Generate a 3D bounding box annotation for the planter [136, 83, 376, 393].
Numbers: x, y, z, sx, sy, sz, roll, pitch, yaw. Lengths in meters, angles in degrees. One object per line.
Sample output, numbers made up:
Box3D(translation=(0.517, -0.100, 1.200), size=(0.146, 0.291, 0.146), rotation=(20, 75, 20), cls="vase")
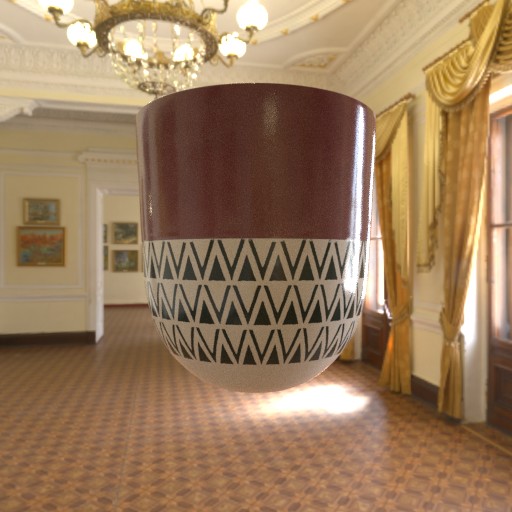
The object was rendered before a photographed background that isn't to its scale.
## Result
Box3D(translation=(0.000, 0.000, 0.371), size=(0.195, 0.214, 0.195), rotation=(0, 0, 0), cls="planter")
